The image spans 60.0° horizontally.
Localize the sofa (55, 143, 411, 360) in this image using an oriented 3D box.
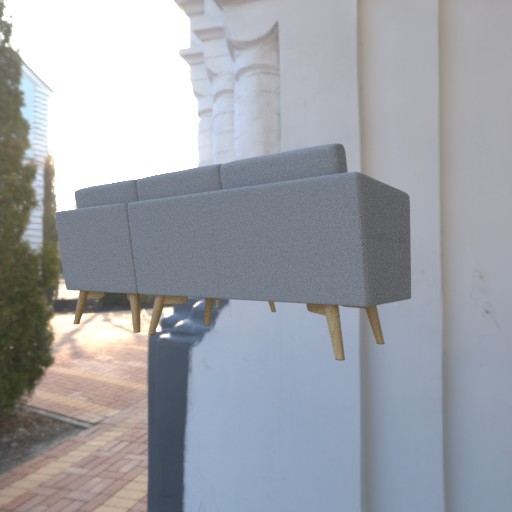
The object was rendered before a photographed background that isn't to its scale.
[{"bbox_3d":[0.000,0.000,2.787,2.040,0.860,1.530,-1,-2,36],"label":"sofa"}]
